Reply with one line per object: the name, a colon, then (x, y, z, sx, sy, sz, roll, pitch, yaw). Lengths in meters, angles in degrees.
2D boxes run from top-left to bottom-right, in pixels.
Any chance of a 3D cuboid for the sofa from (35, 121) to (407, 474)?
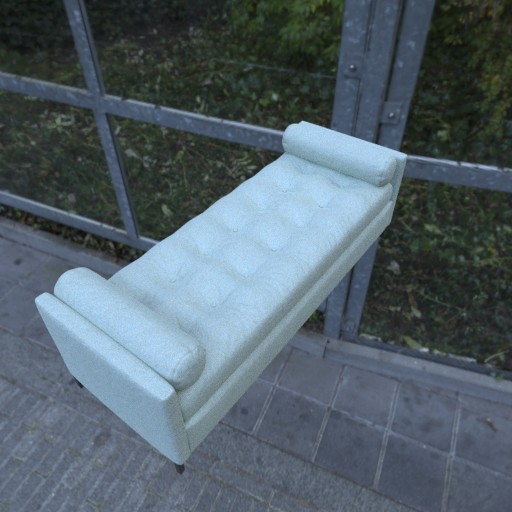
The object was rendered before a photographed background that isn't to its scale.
sofa: (0.000, 0.000, 2.481, 0.796, 0.705, 2.102, 27, 49, 26)
